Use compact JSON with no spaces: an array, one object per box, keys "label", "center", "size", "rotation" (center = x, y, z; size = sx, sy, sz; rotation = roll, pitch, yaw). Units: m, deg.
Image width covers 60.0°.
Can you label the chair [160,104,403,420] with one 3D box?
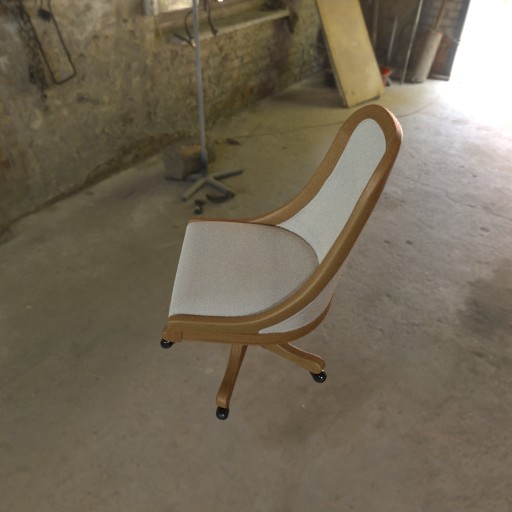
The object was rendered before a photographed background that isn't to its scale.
[{"label":"chair","center":[0.000,0.000,1.571],"size":[0.811,1.009,0.702],"rotation":[0,40,0]}]
